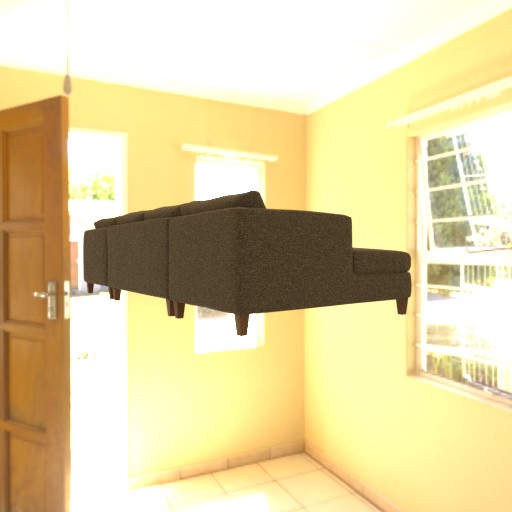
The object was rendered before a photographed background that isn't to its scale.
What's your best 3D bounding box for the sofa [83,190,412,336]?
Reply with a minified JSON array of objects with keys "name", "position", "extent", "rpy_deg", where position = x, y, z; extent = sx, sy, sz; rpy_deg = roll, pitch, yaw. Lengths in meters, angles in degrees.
[{"name":"sofa","position":[0.000,0.000,4.434],"extent":[2.551,0.853,3.238],"rpy_deg":[0,1,-36]}]
